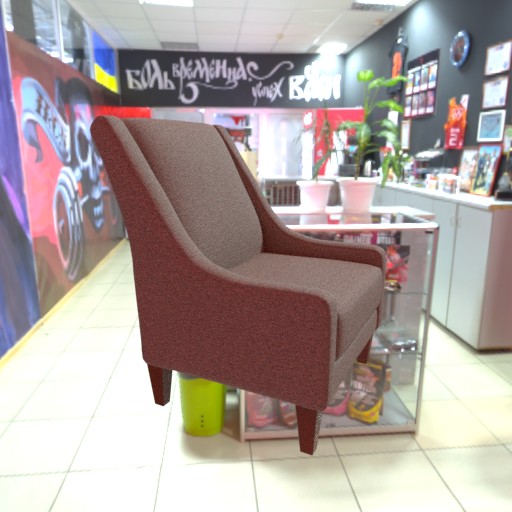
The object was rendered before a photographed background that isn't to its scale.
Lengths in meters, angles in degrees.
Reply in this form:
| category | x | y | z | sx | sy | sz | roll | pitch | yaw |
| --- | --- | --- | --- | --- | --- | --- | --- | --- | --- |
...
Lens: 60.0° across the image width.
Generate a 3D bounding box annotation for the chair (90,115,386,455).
| category | x | y | z | sx | sy | sz | roll | pitch | yaw |
| --- | --- | --- | --- | --- | --- | --- | --- | --- | --- |
| chair | 0.000 | 0.000 | 1.698 | 0.870 | 1.016 | 0.774 | 7 | 15 | 27 |
